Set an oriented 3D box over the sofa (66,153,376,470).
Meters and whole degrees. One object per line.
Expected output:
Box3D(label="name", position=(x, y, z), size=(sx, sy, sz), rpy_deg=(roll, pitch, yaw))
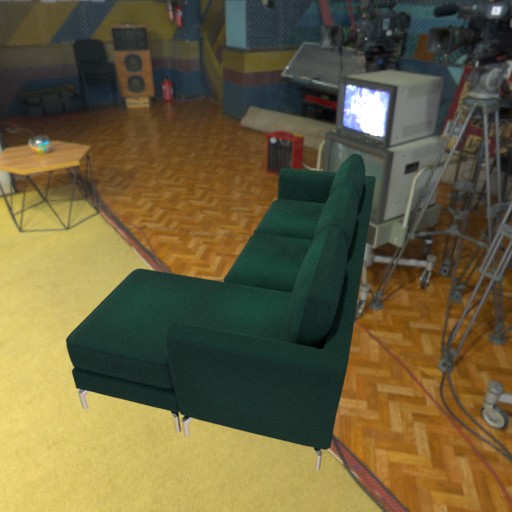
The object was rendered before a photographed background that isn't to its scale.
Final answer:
Box3D(label="sofa", position=(0.000, 0.000, 3.165), size=(1.489, 1.007, 2.441), rpy_deg=(8, 31, 14))
